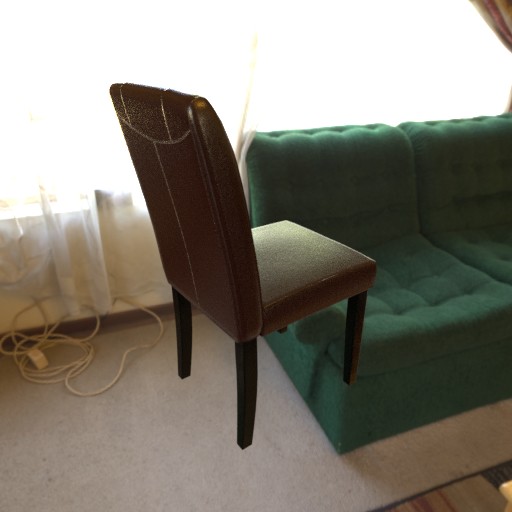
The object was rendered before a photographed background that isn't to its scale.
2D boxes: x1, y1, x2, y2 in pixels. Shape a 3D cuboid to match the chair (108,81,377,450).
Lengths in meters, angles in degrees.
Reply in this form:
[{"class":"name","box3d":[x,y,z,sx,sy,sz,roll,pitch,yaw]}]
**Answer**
[{"class":"chair","box3d":[0.000,0.000,1.199,0.556,0.897,0.399,-18,31,-32]}]
